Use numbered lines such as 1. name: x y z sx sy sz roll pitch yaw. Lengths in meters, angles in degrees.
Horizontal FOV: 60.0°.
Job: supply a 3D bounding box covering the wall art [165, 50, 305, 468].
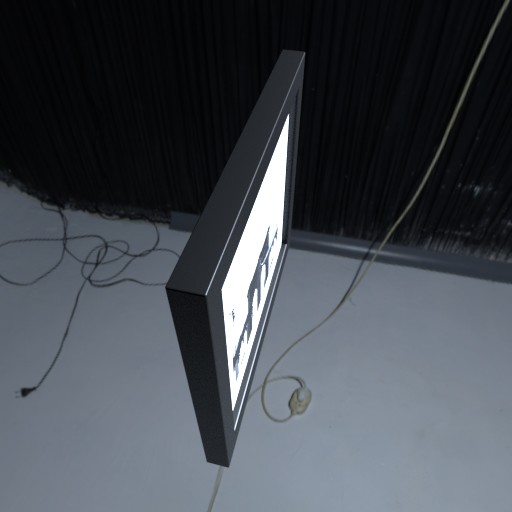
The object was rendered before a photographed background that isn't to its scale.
1. wall art: 0.000 0.000 0.529 0.028 0.330 0.380 10 48 9
